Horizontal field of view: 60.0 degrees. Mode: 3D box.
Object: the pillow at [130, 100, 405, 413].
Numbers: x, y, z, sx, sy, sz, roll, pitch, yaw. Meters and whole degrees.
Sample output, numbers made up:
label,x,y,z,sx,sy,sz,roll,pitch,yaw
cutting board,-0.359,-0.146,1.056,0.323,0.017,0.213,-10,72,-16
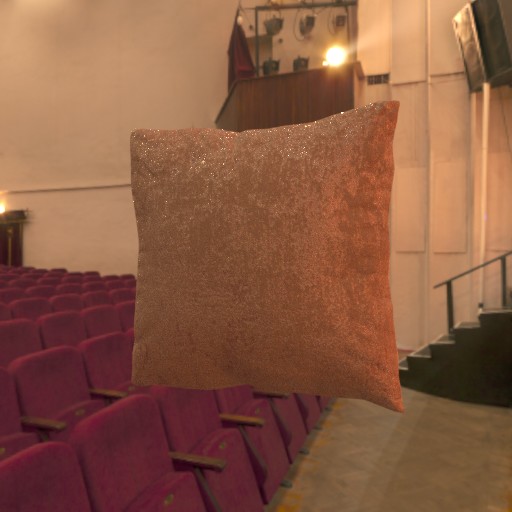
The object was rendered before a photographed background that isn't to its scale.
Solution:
label,x,y,z,sx,sy,sz,roll,pitch,yaw
pillow,0.000,0.000,0.709,0.450,0.448,0.245,0,0,20
